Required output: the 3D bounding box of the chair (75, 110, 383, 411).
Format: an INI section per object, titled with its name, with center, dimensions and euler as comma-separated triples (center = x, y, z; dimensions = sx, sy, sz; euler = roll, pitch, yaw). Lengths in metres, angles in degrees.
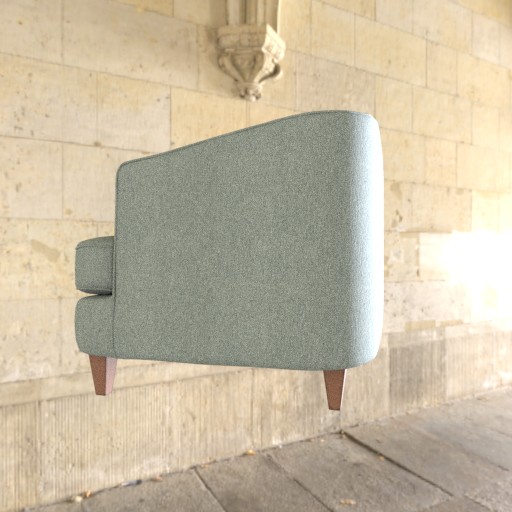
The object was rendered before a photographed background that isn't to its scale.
[chair]
center = 0.000, 0.000, 1.724
dimensions = 0.945, 0.852, 1.094
euler = 0, 1, 17
